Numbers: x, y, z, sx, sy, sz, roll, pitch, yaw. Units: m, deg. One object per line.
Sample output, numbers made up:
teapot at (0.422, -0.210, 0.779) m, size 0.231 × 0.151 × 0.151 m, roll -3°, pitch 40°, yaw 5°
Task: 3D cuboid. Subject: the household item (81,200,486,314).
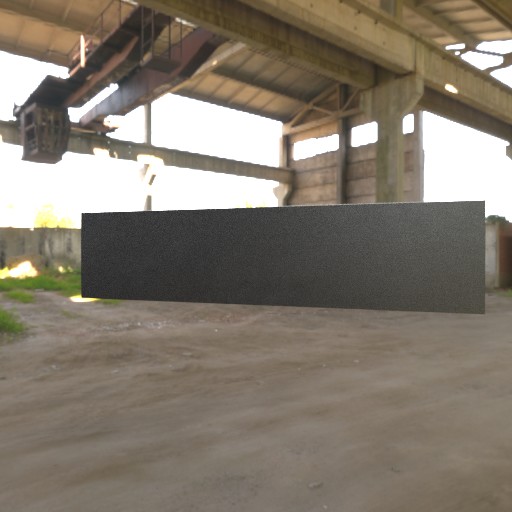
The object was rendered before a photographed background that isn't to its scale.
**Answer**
household item at (0.000, 0.000, 1.080) m, size 1.001 × 0.236 × 0.030 m, roll 0°, pitch 1°, yaw 18°
